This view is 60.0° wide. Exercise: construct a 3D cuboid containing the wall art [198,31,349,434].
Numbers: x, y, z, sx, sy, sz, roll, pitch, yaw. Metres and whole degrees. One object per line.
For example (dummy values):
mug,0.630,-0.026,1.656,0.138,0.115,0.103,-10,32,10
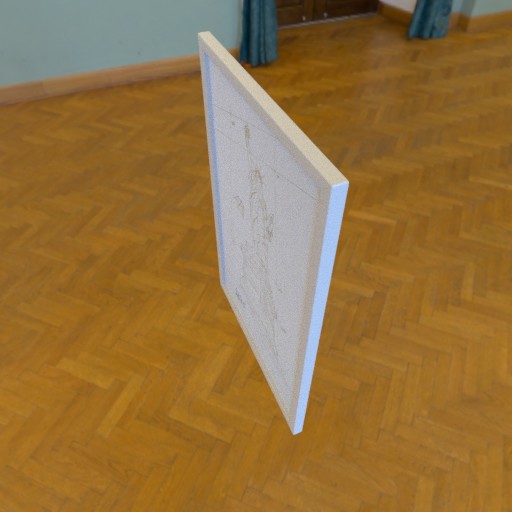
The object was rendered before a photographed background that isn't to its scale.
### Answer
wall art,0.000,0.000,1.039,0.026,0.813,0.556,-17,49,-16
